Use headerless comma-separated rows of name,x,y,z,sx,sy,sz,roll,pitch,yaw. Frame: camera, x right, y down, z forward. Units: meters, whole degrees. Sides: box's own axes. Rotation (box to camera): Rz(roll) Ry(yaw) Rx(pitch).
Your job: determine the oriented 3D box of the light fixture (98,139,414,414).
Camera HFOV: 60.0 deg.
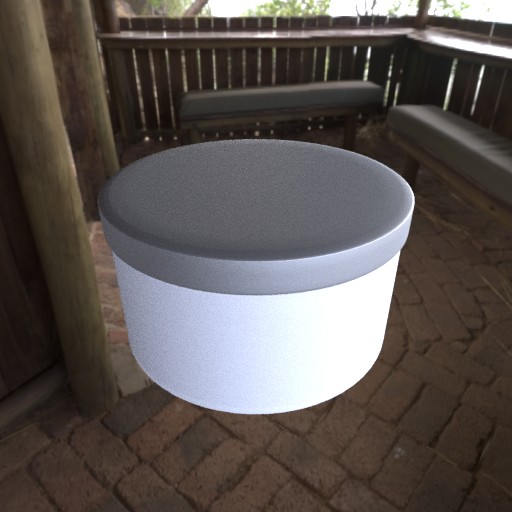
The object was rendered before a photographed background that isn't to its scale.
light fixture,0.000,0.000,0.632,0.393,0.229,0.393,0,31,0
